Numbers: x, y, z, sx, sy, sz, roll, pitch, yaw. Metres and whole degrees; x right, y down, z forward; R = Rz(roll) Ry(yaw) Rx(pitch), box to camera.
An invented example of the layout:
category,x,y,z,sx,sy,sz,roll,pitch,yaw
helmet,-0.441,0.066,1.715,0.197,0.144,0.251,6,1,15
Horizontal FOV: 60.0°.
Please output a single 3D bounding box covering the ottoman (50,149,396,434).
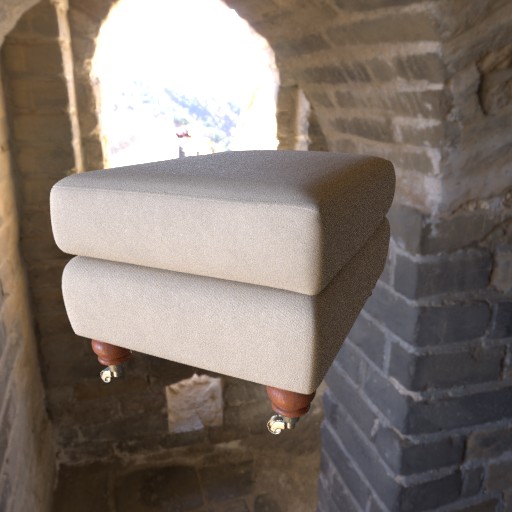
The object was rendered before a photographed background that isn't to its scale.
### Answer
category,x,y,z,sx,sy,sz,roll,pitch,yaw
ottoman,0.000,0.000,1.122,0.569,0.504,0.773,8,19,23
